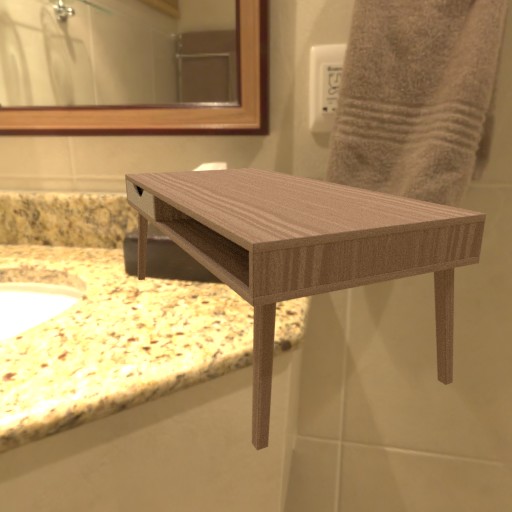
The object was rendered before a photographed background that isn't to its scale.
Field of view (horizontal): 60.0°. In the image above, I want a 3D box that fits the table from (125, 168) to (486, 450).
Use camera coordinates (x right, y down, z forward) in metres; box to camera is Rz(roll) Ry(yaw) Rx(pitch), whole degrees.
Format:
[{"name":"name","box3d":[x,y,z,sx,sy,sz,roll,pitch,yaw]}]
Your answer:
[{"name":"table","box3d":[0.000,0.000,1.478,0.600,0.450,1.200,-8,19,-25]}]
